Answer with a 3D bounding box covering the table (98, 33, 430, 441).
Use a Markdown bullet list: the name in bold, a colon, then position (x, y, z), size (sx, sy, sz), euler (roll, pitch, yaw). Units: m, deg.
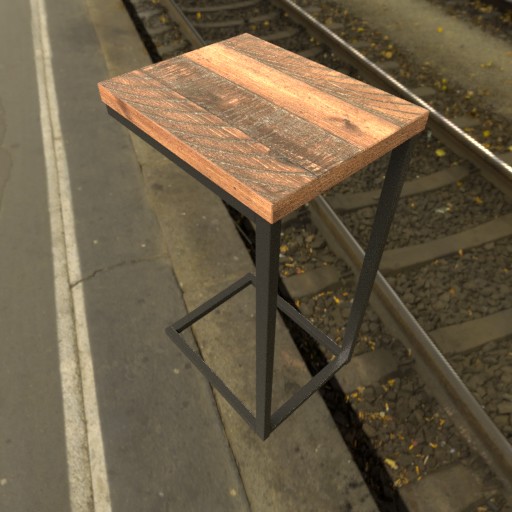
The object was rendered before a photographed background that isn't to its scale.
- **table**: position (0.000, 0.000, 0.946), size (0.323, 0.718, 0.414), euler (-33, 55, -27)
